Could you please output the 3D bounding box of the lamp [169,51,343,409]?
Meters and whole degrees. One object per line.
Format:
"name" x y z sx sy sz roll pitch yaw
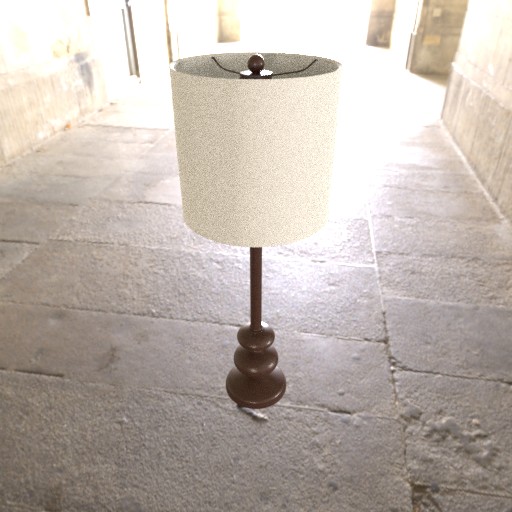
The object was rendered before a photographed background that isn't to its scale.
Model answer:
"lamp" 0.000 0.000 0.827 0.254 0.690 0.254 -21 38 -30
